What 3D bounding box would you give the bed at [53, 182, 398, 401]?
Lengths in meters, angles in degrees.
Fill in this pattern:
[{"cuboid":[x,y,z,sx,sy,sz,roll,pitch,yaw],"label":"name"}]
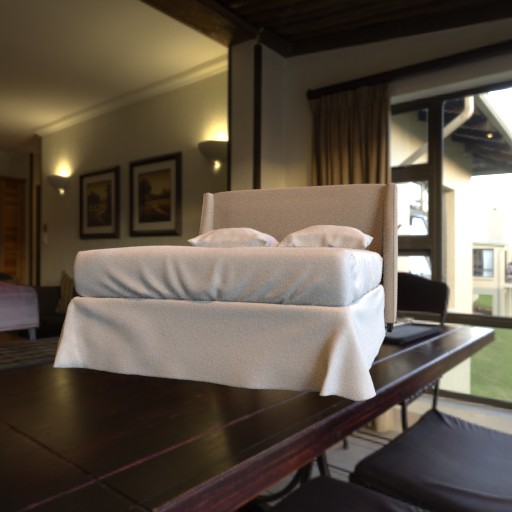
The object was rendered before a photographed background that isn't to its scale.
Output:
[{"cuboid":[0.000,0.000,3.313,1.925,1.332,2.276,0,0,20],"label":"bed"}]
